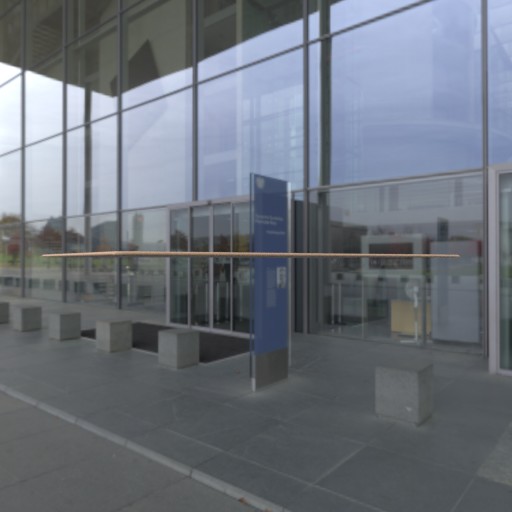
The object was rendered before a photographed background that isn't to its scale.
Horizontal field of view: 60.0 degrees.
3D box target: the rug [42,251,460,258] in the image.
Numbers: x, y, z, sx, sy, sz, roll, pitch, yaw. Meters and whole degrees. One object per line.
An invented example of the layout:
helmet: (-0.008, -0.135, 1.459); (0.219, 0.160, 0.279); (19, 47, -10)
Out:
rug: (0.000, 0.000, 2.085); (1.668, 0.012, 1.061); (0, -1, -35)
